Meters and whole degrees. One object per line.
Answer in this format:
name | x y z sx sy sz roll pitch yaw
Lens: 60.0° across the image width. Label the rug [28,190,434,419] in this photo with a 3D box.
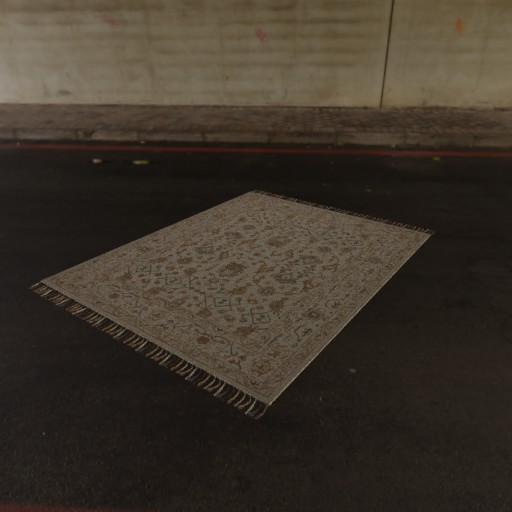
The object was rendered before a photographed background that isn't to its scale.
rug | 0.000 0.000 2.255 1.278 0.009 1.726 18 32 32
